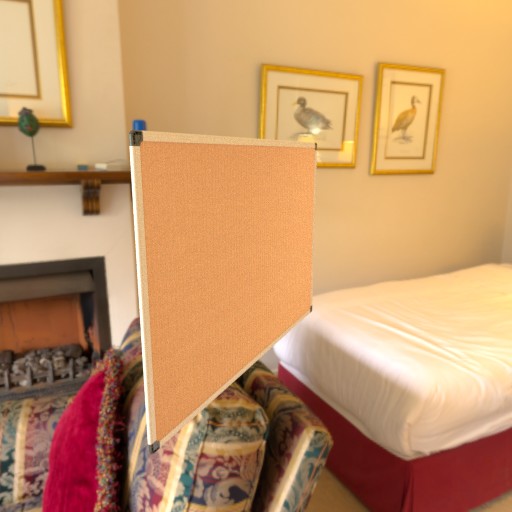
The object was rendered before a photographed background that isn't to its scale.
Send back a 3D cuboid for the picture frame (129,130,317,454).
[{"bbox_3d":[0.000,0.000,1.170,0.010,0.600,0.900,6,14,26],"label":"picture frame"}]
